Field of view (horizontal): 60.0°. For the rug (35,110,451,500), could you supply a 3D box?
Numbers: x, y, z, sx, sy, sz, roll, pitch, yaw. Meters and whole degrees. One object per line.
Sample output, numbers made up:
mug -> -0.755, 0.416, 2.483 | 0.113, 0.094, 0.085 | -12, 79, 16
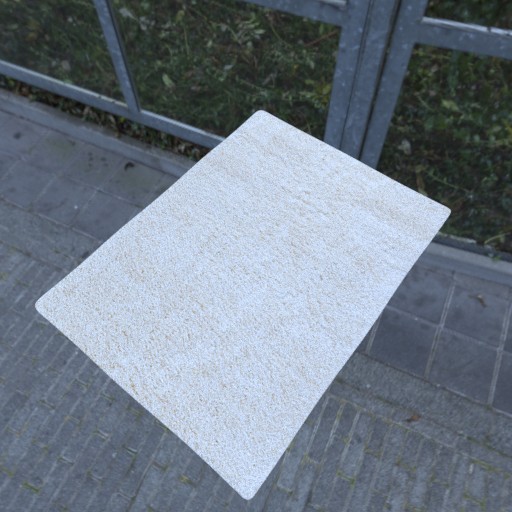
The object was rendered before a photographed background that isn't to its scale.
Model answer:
rug -> 0.000, 0.000, 2.051 | 1.200, 0.027, 1.600 | 34, 64, 19
